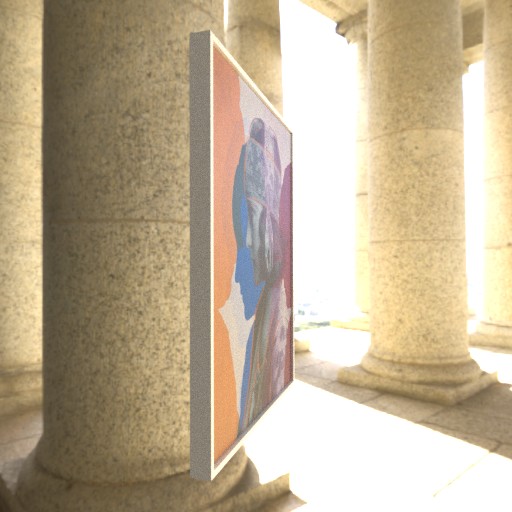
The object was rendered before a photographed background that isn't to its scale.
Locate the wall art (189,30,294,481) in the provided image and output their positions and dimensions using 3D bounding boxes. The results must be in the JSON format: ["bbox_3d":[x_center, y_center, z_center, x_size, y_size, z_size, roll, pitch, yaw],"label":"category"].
[{"bbox_3d":[0.000,0.000,0.753,0.030,0.549,0.443,0,-1,18],"label":"wall art"}]
